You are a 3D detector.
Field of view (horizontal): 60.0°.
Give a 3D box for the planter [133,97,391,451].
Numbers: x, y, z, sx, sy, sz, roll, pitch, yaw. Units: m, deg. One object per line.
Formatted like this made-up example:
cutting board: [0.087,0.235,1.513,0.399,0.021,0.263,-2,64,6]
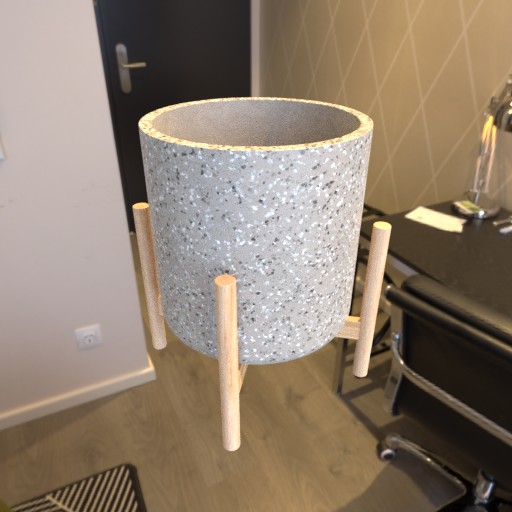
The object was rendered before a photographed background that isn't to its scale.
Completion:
planter: [0.000,0.000,0.689,0.360,0.419,0.360,18,34,29]
